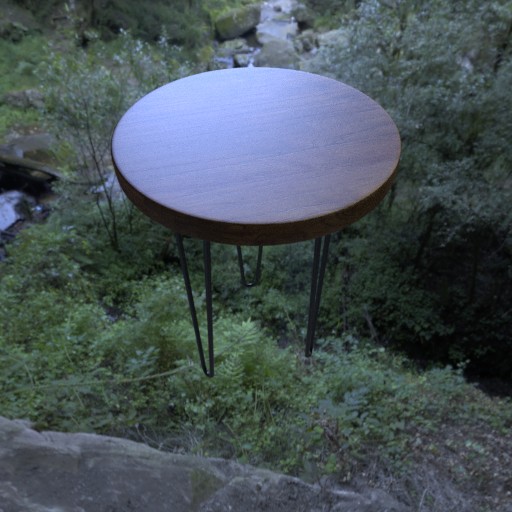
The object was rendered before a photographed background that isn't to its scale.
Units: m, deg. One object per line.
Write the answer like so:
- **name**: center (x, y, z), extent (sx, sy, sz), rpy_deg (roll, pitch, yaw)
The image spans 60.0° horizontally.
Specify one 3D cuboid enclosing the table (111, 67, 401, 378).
- **table**: center (0.000, 0.000, 0.809), extent (0.400, 0.520, 0.400), rpy_deg (0, 47, 0)
